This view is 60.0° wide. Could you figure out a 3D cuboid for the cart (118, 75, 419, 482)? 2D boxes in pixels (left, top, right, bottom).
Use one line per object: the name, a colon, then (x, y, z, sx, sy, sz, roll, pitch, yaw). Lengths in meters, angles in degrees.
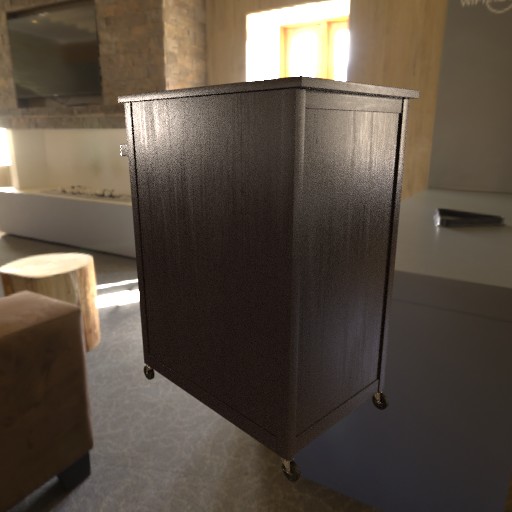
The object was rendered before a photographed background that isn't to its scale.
cart: (0.000, 0.000, 1.274, 0.449, 0.878, 0.690, -15, 22, -42)
